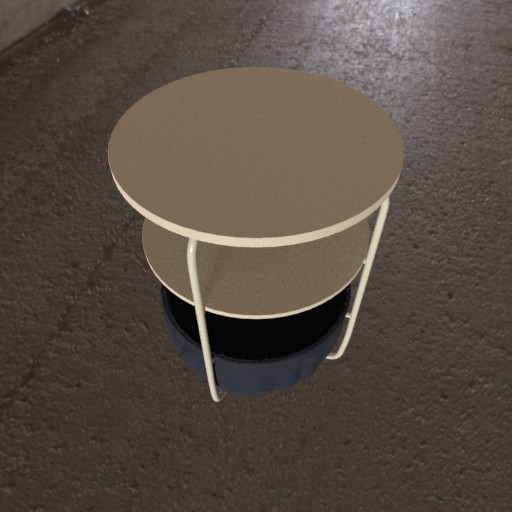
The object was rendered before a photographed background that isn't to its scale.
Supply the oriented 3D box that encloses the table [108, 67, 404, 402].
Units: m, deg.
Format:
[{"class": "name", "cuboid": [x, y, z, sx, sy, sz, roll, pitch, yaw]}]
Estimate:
[{"class": "table", "cuboid": [0.000, 0.000, 0.840, 0.418, 0.532, 0.418, -16, 50, -14]}]
